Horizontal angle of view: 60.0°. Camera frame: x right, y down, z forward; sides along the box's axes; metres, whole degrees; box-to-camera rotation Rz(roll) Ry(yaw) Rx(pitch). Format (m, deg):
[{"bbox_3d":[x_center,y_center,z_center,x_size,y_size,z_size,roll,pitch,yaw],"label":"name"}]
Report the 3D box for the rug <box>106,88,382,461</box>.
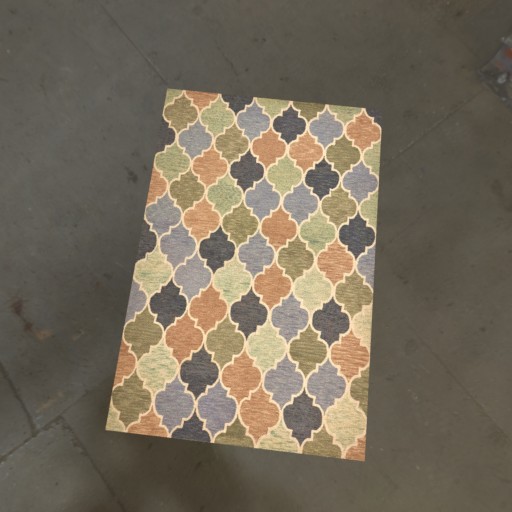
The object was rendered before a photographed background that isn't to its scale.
[{"bbox_3d":[0.000,0.000,2.282,1.216,0.006,1.828,6,76,2],"label":"rug"}]
